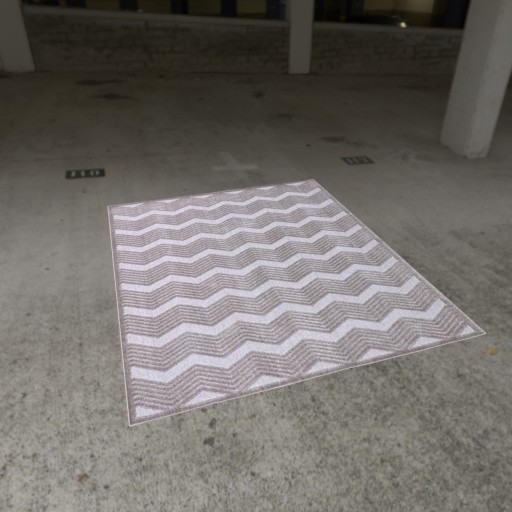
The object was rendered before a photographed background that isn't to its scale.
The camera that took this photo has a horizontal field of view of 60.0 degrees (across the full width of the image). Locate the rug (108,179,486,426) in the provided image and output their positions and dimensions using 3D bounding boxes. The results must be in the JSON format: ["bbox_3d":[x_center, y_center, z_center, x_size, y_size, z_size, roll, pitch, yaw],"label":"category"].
[{"bbox_3d":[0.000,0.000,3.882,2.391,0.005,2.880,-10,34,-15],"label":"rug"}]
